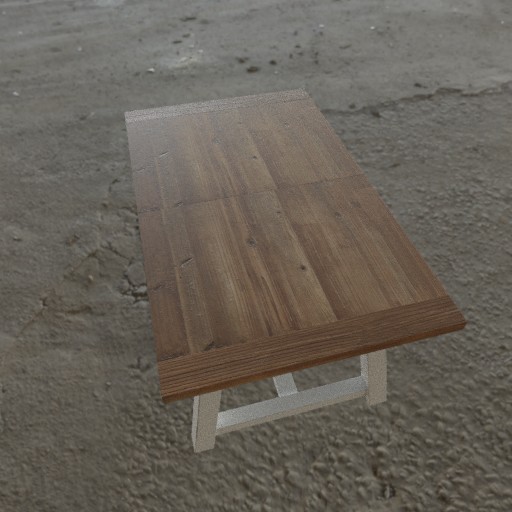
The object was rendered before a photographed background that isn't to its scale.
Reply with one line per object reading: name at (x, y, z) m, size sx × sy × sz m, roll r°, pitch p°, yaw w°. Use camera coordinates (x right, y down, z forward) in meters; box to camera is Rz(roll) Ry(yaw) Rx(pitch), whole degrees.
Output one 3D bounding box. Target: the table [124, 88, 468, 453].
table at (0.000, 0.000, 2.021) m, size 0.922 × 0.743 × 1.503 m, roll -11°, pitch 49°, yaw -10°
